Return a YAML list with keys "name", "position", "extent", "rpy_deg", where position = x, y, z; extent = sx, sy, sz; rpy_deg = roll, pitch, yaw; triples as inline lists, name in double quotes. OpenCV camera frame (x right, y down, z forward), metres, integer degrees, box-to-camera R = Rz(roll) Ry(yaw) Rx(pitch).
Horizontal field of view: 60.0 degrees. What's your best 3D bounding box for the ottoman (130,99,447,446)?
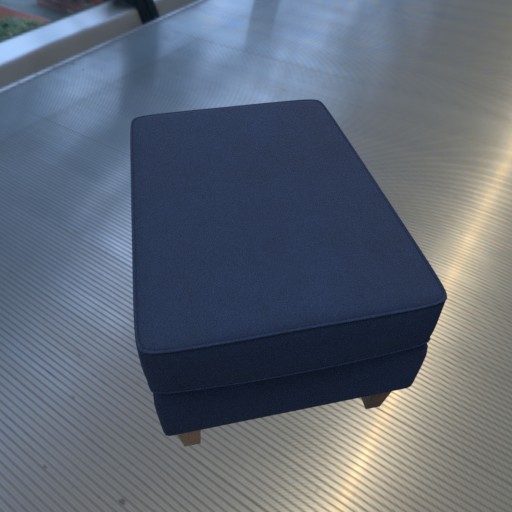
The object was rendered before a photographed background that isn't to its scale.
- name: "ottoman"
  position: [0.000, 0.000, 1.396]
  extent: [0.686, 0.584, 0.965]
  rpy_deg: [-8, 46, -8]
